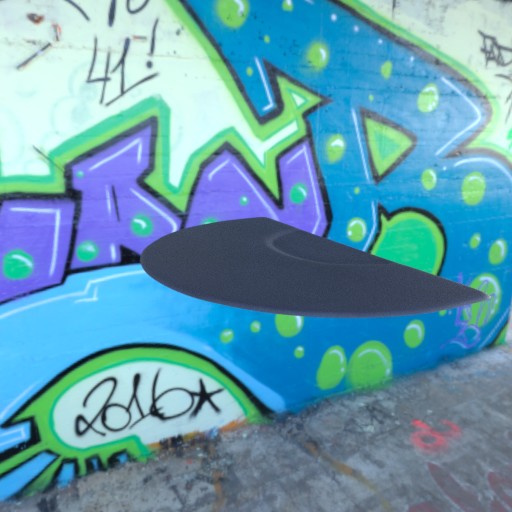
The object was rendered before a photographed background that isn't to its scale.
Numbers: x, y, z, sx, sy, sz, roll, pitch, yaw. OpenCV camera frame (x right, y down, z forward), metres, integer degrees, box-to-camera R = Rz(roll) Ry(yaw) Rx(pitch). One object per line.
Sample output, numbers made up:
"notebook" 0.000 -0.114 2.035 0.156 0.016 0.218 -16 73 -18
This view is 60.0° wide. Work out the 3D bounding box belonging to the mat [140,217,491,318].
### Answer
"mat" 0.000 0.000 1.840 0.917 0.016 1.525 -8 17 -26
